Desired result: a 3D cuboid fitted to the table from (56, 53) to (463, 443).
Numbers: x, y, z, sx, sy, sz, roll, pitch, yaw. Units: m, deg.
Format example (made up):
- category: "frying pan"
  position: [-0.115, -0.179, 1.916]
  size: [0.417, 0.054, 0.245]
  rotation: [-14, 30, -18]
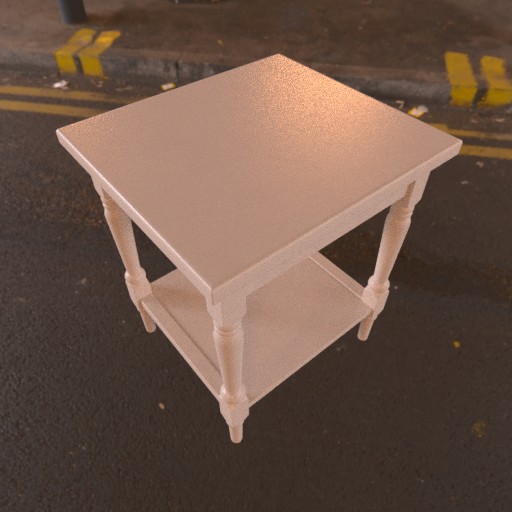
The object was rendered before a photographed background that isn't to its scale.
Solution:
- category: "table"
  position: [0.000, 0.000, 0.915]
  size: [0.488, 0.565, 0.442]
  rotation: [-31, 53, -26]
